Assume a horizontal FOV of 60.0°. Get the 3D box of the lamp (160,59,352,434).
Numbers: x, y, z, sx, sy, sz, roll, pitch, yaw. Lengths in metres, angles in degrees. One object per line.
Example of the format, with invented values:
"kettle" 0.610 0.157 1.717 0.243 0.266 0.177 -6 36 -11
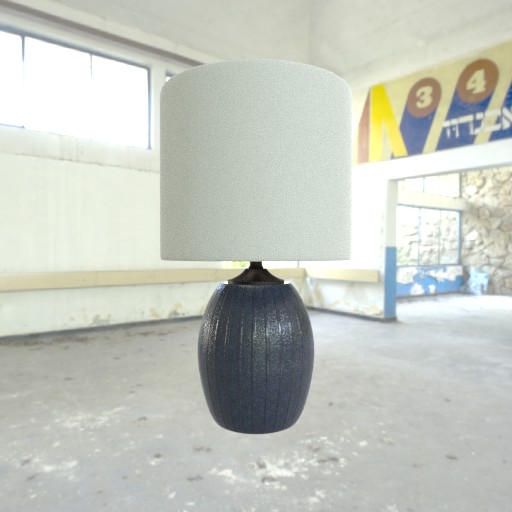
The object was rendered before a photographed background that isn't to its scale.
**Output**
"lamp" 0.000 0.000 0.777 0.329 0.570 0.329 0 1 -37
